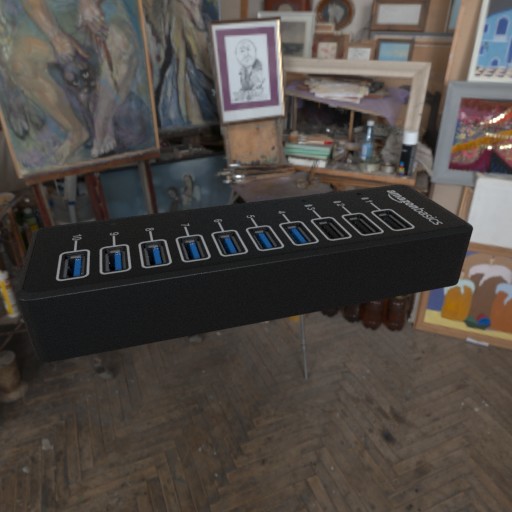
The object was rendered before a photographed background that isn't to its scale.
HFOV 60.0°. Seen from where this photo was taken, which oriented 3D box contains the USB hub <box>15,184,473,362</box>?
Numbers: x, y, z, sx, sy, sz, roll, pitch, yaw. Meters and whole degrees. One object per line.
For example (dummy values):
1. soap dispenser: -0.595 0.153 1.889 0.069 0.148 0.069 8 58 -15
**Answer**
1. USB hub: 0.000 0.000 0.156 0.145 0.023 0.044 -9 32 -14
